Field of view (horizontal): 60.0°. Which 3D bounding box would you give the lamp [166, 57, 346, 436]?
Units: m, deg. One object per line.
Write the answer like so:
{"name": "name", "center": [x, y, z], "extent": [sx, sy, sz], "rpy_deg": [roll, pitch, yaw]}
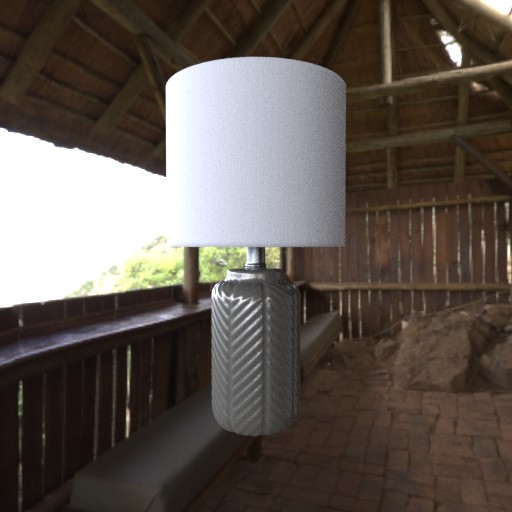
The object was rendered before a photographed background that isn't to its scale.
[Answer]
{"name": "lamp", "center": [0.000, 0.000, 0.515], "extent": [0.203, 0.389, 0.203], "rpy_deg": [0, 2, 0]}
